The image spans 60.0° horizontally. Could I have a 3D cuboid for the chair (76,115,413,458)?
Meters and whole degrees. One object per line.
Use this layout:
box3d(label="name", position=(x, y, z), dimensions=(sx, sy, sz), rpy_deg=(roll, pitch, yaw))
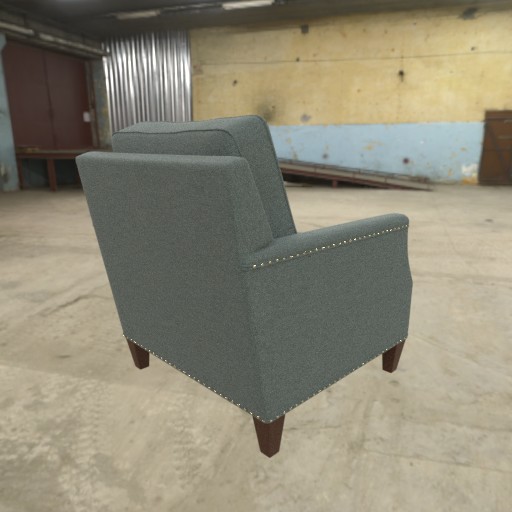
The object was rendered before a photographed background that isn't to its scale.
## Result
box3d(label="chair", position=(0.000, 0.000, 1.773), dimensions=(1.031, 1.031, 0.885), rpy_deg=(-14, 20, -43))
